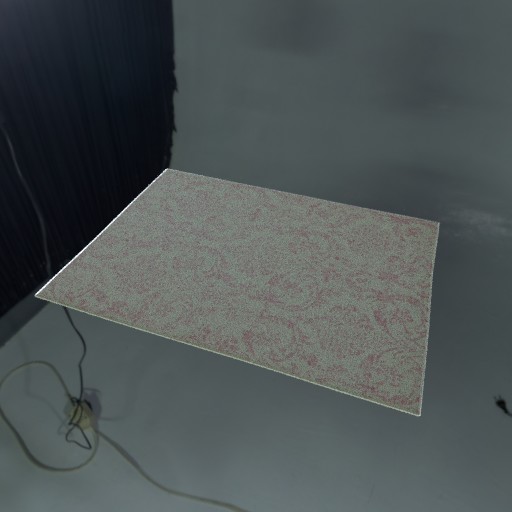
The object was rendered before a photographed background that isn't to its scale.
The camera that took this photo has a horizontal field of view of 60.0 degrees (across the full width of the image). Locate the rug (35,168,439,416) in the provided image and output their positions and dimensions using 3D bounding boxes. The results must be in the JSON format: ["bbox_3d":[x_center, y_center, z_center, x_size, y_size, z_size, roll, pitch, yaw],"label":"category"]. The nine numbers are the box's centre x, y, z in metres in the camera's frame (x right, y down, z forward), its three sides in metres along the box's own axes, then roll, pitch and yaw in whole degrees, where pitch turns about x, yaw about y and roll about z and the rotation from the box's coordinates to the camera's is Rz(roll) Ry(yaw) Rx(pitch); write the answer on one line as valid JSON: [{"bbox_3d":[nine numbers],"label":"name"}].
[{"bbox_3d":[0.000,0.000,2.893,2.202,0.014,1.598,14,43,15],"label":"rug"}]
